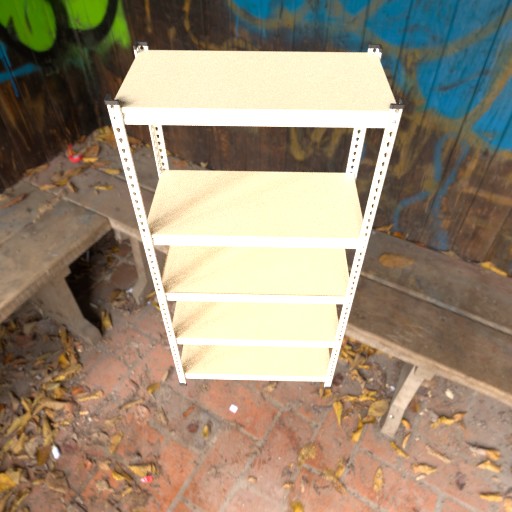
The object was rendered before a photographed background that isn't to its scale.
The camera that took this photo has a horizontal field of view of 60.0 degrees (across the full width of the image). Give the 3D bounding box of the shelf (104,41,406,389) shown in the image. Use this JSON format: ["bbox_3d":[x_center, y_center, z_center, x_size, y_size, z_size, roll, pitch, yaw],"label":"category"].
[{"bbox_3d":[0.000,0.000,2.156,0.914,1.829,0.457,1,47,1],"label":"shelf"}]
